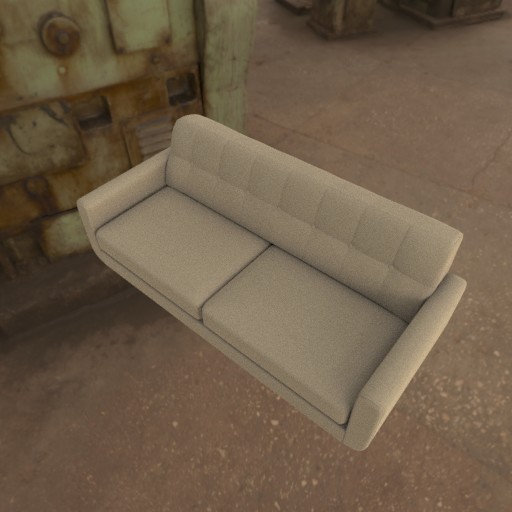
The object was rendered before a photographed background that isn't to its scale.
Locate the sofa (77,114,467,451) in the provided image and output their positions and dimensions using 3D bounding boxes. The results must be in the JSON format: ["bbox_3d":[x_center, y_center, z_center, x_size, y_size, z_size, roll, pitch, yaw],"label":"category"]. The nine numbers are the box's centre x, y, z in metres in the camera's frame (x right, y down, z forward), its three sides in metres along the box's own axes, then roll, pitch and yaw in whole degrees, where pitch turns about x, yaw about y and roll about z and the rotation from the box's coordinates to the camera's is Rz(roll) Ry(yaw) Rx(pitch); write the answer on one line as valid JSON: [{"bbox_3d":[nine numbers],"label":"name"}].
[{"bbox_3d":[0.000,0.000,2.639,2.137,0.892,0.980,31,53,26],"label":"sofa"}]
